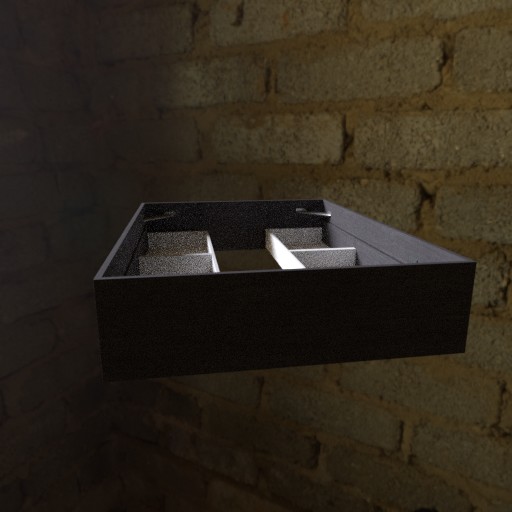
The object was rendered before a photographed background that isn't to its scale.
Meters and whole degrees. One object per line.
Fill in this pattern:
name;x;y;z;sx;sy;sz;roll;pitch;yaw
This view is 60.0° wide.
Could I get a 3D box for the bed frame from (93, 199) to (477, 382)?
bed frame;0.000;0.000;2.612;1.448;0.459;1.944;-2;15;-9
